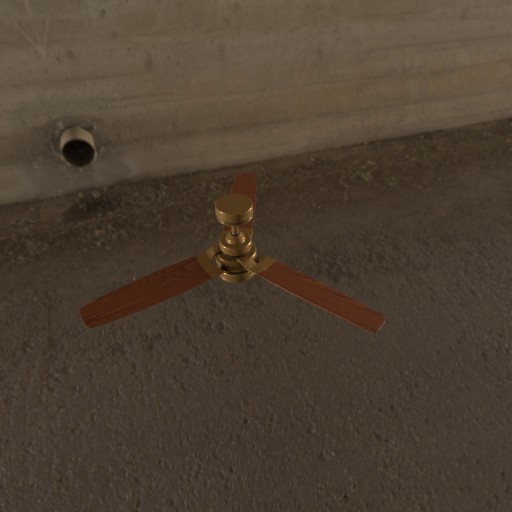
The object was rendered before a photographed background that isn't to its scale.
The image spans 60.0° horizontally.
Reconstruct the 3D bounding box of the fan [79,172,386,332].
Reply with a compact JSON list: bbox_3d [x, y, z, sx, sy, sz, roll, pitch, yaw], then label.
[{"bbox_3d":[0.000,0.000,2.076,1.271,0.425,1.416,26,47,27],"label":"fan"}]
